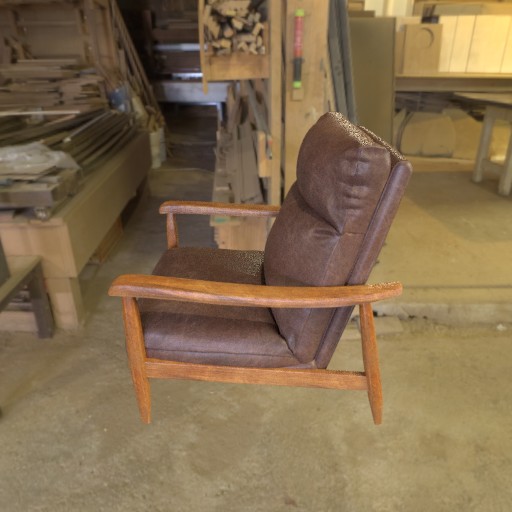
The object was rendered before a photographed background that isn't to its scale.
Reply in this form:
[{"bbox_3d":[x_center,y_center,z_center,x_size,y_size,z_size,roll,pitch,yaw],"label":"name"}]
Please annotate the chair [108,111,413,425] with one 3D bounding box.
[{"bbox_3d":[0.000,0.000,1.550,0.830,0.897,0.782,0,25,0],"label":"chair"}]
